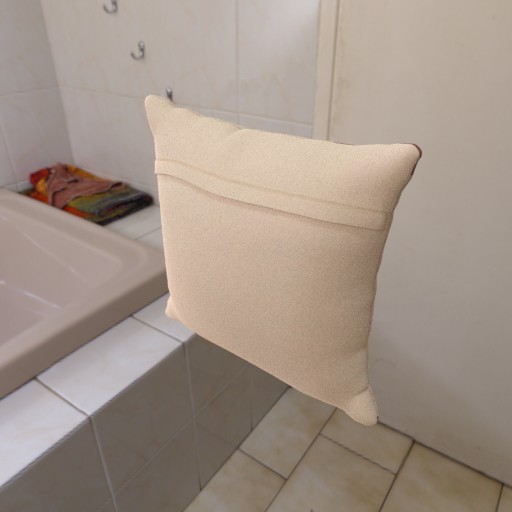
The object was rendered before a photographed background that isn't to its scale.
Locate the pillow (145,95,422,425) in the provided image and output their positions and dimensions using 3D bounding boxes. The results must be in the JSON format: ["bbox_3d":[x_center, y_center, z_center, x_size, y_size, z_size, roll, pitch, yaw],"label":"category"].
[{"bbox_3d":[0.000,0.000,0.801,0.536,0.506,0.229,21,35,32],"label":"pillow"}]
